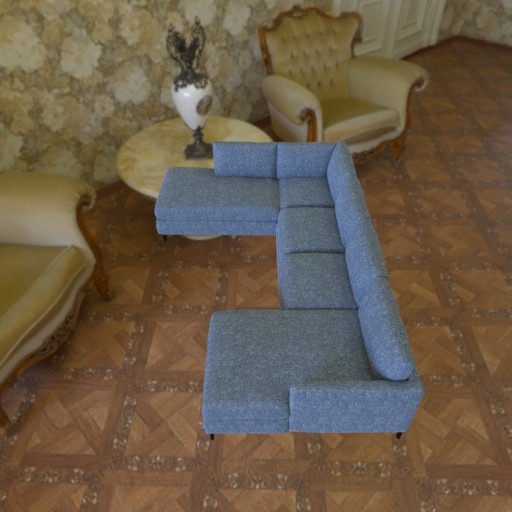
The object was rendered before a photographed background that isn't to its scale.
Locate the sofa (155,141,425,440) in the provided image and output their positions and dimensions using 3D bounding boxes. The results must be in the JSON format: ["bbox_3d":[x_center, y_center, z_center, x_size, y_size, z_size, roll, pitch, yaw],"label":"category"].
[{"bbox_3d":[0.000,0.000,3.553,1.879,0.756,2.737,0,41,0],"label":"sofa"}]
